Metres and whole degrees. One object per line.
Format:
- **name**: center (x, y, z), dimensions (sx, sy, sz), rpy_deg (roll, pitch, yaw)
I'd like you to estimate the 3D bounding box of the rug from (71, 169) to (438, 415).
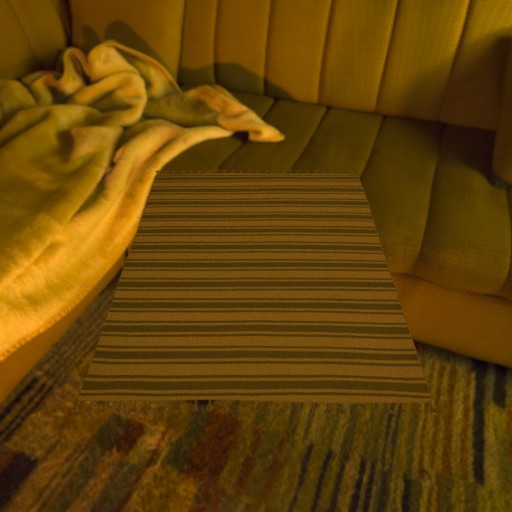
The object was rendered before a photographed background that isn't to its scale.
- **rug**: center (0.000, 0.000, 4.141), dimensions (2.439, 0.005, 3.201), rpy_deg (0, 41, 0)
